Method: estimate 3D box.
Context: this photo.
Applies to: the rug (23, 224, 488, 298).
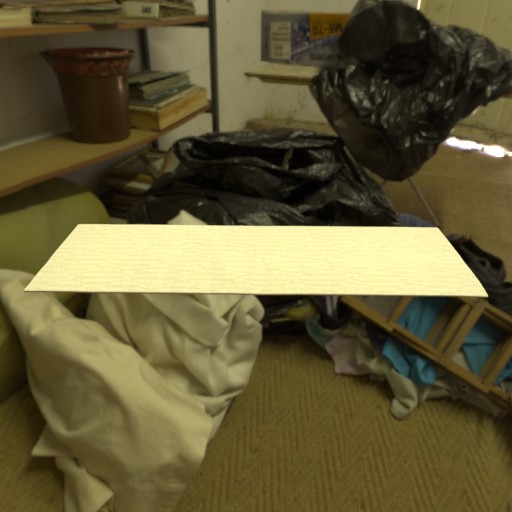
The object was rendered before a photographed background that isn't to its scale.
[{"bbox_3d":[0.000,0.000,2.661,2.450,0.014,0.793,1,31,1],"label":"rug"}]
